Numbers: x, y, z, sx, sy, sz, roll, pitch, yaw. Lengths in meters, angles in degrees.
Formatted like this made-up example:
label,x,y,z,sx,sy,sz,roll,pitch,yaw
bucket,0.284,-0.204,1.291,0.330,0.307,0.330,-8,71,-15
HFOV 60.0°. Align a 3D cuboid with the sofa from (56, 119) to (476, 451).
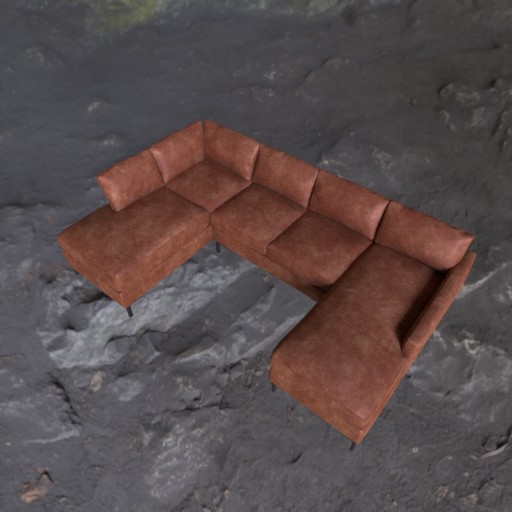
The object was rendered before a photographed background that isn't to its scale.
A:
label,x,y,z,sx,sy,sz,roll,pitch,yaw
sofa,0.000,0.000,3.759,2.956,0.900,1.939,30,53,26
